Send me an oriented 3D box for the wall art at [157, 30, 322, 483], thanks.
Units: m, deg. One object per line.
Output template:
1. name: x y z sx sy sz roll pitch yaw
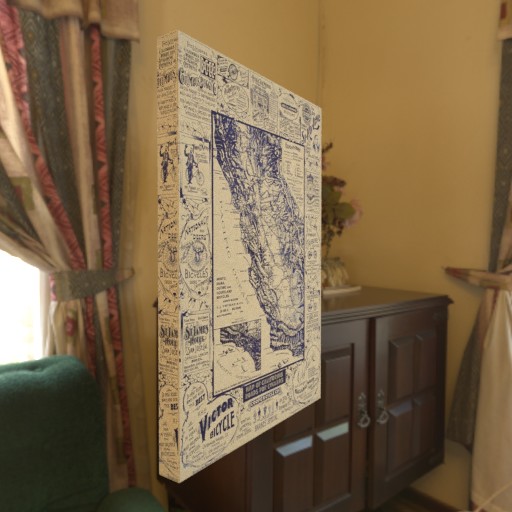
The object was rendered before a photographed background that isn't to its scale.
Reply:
1. wall art: 0.000 0.000 0.763 0.040 0.601 0.408 1 2 36
